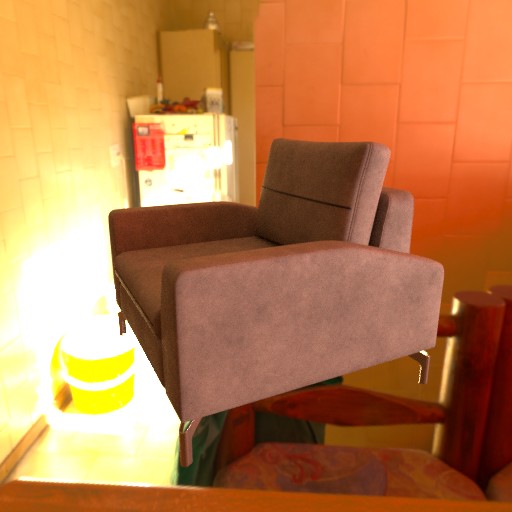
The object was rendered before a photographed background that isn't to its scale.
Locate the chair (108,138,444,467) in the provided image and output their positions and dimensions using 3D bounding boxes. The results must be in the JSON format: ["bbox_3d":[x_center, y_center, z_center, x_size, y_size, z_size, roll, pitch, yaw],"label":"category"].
[{"bbox_3d":[0.000,0.000,1.585,0.900,0.800,0.900,-8,18,-26],"label":"chair"}]
